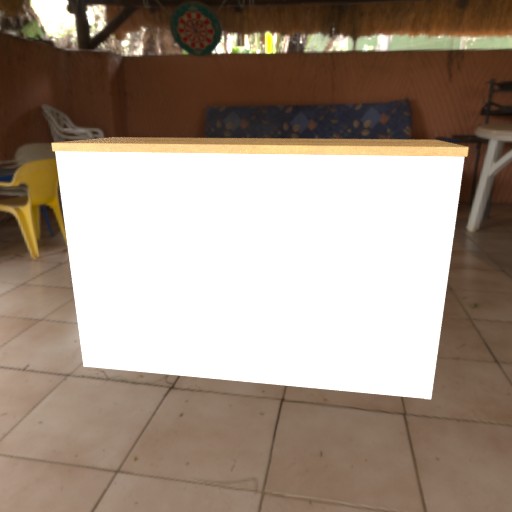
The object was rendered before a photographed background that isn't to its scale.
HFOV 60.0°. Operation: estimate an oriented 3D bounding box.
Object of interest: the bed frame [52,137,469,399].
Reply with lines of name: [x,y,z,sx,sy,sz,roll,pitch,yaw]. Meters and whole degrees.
bed frame: [0.000,0.000,1.692,1.300,0.850,0.430,3,18,9]
